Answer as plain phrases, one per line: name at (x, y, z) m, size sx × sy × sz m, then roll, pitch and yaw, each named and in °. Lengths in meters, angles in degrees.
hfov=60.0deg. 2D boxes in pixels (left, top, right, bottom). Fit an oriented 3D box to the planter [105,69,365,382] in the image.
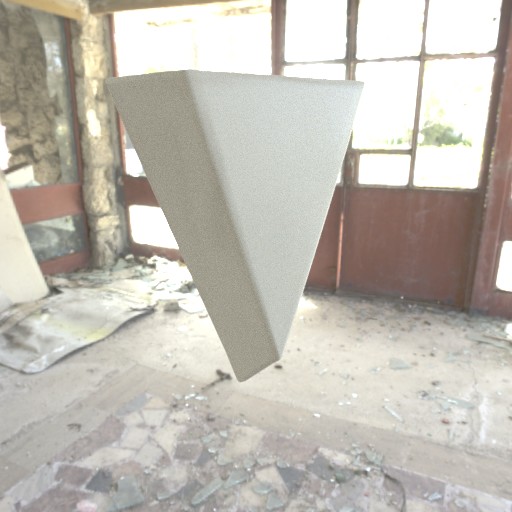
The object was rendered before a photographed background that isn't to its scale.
planter at (0.000, 0.000, 0.268) m, size 0.150 × 0.197 × 0.060 m, roll -9°, pitch 18°, yaw -28°
